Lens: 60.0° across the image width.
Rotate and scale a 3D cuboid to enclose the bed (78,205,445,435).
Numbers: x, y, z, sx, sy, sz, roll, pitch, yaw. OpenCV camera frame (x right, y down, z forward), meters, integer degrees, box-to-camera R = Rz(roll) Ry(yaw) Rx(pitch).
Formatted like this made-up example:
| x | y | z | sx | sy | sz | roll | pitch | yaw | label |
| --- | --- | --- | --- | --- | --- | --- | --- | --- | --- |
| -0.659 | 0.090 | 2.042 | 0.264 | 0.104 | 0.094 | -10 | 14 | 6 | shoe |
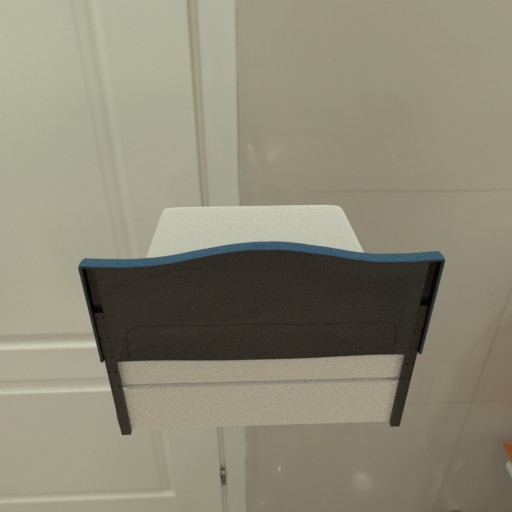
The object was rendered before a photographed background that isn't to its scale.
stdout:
| x | y | z | sx | sy | sz | roll | pitch | yaw | label |
| --- | --- | --- | --- | --- | --- | --- | --- | --- | --- |
| 0.000 | 0.000 | 2.948 | 1.610 | 1.169 | 1.872 | -1 | 30 | -2 | bed |
